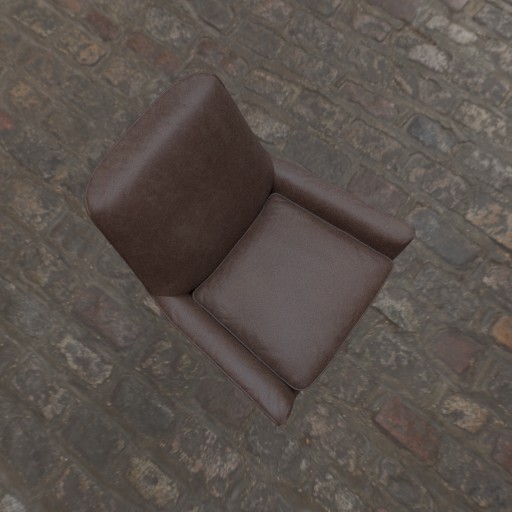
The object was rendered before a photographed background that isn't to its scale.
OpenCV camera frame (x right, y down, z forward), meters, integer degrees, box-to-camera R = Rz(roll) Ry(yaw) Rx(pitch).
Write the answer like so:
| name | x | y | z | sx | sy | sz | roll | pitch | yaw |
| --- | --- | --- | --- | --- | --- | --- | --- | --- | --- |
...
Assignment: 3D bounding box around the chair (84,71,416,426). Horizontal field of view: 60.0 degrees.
| name | x | y | z | sx | sy | sz | roll | pitch | yaw |
| --- | --- | --- | --- | --- | --- | --- | --- | --- | --- |
| chair | 0.000 | 0.000 | 1.514 | 0.824 | 0.888 | 0.787 | 36 | 79 | 8 |
